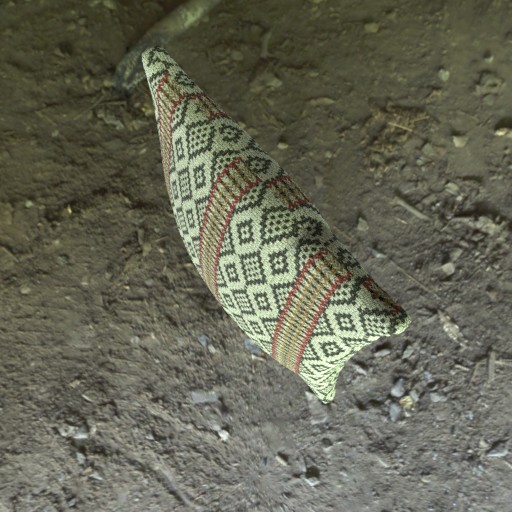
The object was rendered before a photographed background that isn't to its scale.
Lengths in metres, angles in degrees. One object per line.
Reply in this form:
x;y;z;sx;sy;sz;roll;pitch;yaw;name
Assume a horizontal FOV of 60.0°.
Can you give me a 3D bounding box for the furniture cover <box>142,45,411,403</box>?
0.000;0.000;0.753;0.182;0.506;0.503;-34;68;-15;furniture cover
